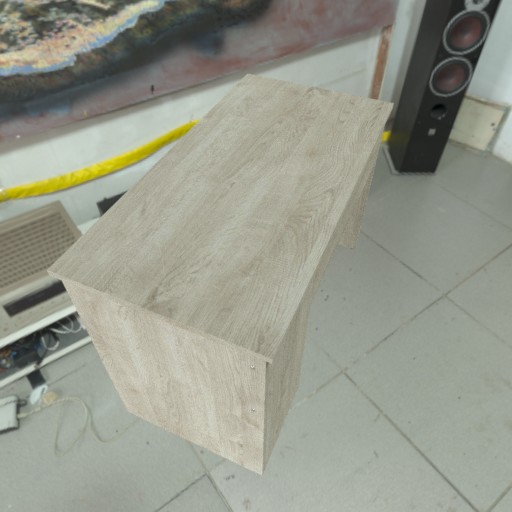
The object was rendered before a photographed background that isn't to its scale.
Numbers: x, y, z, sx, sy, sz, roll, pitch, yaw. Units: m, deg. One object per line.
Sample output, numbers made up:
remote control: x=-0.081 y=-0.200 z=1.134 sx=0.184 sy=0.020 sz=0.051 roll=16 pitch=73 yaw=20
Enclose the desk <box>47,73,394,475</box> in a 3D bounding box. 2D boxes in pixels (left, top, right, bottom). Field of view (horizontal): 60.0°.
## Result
desk: x=0.000 y=0.000 z=1.543 sx=0.560 sy=0.730 sz=1.096 roll=18 pitch=50 yaw=16
